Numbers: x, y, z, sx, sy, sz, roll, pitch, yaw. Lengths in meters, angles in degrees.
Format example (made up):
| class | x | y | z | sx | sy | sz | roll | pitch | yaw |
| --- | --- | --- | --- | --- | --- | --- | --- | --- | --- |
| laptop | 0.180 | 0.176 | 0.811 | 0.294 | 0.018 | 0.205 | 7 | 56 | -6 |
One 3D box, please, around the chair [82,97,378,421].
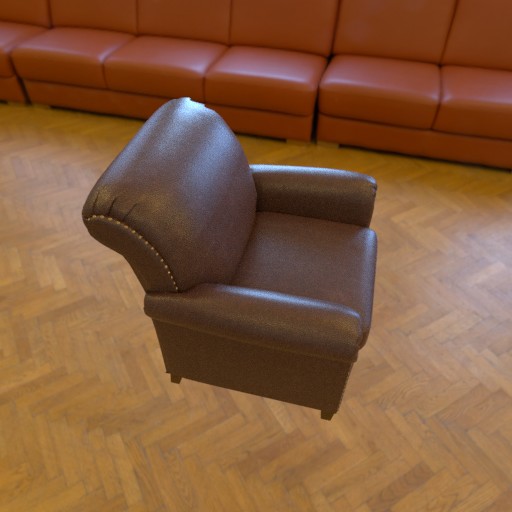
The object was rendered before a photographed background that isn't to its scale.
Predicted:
| class | x | y | z | sx | sy | sz | roll | pitch | yaw |
| --- | --- | --- | --- | --- | --- | --- | --- | --- | --- |
| chair | 0.000 | 0.000 | 1.665 | 0.890 | 0.927 | 0.854 | 10 | 46 | 10 |
